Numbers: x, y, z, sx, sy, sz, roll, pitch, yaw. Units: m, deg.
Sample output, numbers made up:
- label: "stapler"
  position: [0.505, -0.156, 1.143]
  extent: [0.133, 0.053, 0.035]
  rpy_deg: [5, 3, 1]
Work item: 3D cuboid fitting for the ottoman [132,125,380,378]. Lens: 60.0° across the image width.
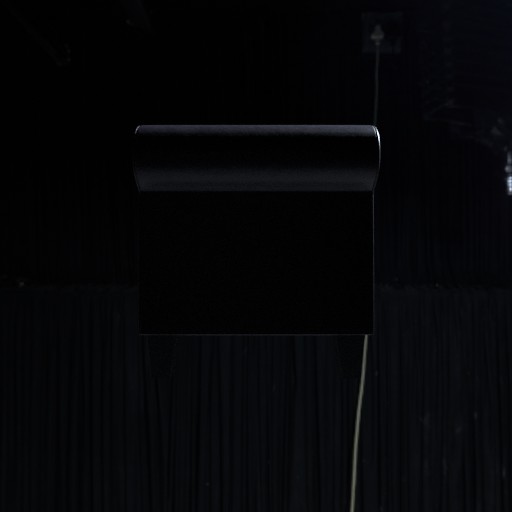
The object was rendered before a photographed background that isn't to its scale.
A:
- label: "ottoman"
  position: [0.000, 0.000, 1.518]
  extent: [0.521, 0.547, 1.256]
  rpy_deg: [0, -1, 0]
